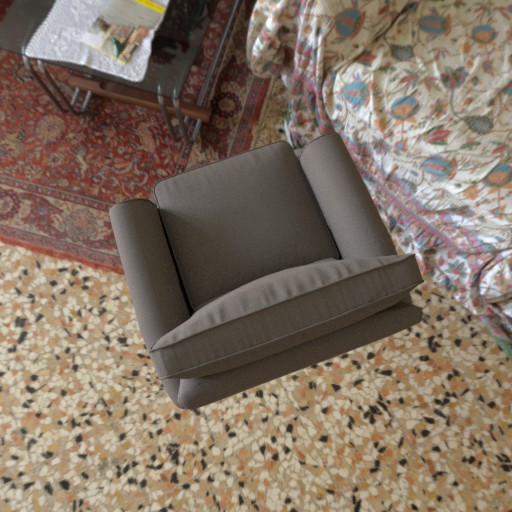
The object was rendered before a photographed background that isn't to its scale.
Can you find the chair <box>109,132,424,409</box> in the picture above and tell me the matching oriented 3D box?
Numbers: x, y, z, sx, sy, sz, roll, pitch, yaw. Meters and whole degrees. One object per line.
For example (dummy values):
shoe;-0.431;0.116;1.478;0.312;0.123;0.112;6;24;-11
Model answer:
chair;0.000;0.000;1.823;1.029;0.967;0.966;-19;77;-5
